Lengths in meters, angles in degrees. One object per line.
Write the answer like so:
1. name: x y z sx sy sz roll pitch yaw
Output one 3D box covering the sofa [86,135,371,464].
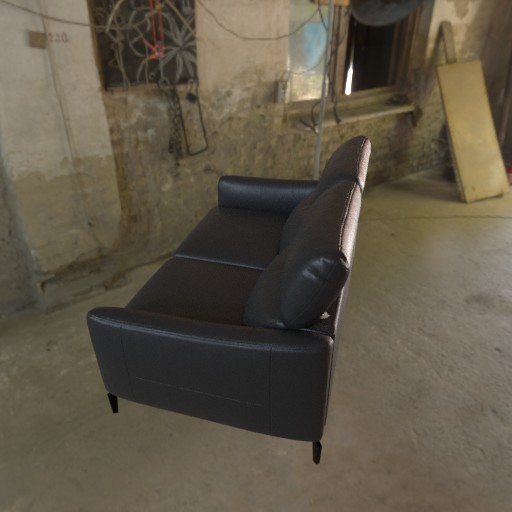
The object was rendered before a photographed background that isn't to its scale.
1. sofa: 0.000 0.000 2.210 0.958 0.920 1.596 8 31 13
